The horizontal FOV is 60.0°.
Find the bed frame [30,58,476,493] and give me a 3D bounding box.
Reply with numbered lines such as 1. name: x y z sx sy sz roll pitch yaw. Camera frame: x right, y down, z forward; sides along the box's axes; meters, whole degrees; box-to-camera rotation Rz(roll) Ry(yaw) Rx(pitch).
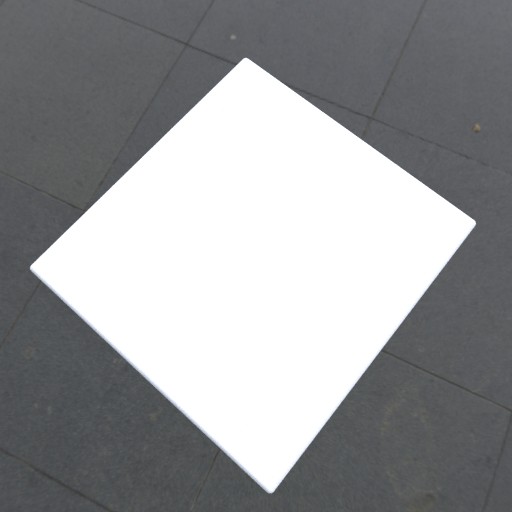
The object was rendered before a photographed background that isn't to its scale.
1. bed frame: 0.000 0.000 2.986 1.935 0.525 2.033 39 78 10
